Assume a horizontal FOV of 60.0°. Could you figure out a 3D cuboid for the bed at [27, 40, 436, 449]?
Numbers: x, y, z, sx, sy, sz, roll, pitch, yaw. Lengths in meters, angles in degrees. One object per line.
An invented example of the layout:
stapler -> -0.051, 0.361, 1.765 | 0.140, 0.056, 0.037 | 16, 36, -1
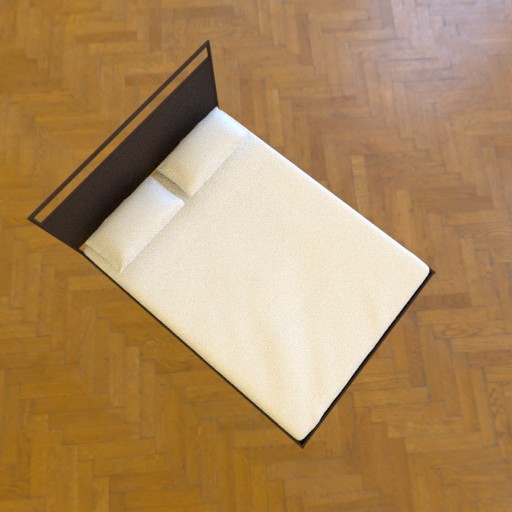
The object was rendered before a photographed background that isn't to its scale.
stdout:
bed -> 0.000, 0.000, 3.088 | 2.122, 1.173, 1.572 | 39, 79, 9
